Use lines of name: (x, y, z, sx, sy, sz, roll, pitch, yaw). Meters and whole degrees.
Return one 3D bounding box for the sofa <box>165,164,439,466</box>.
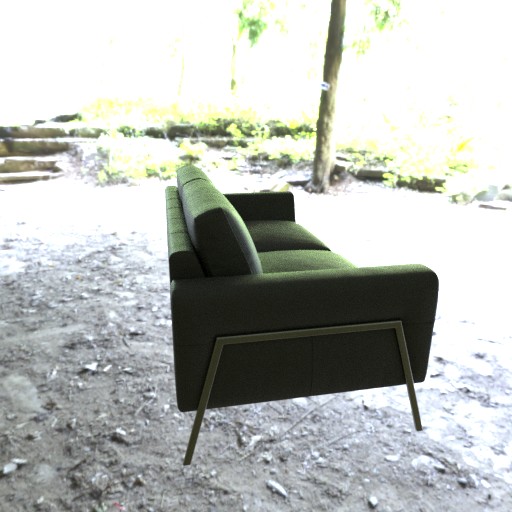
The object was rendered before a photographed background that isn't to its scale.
sofa: (0.000, 0.000, 2.455, 0.953, 0.875, 2.017, -3, 17, -11)
